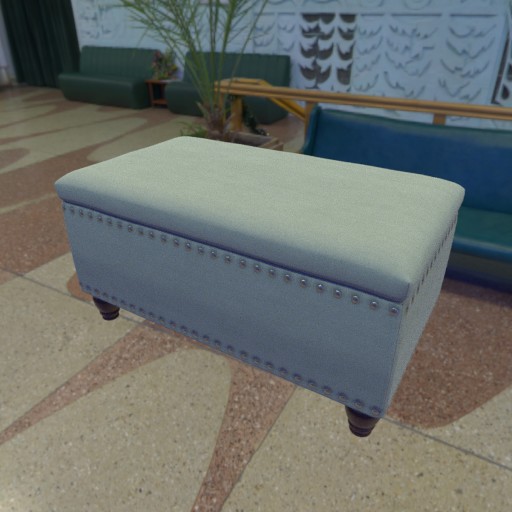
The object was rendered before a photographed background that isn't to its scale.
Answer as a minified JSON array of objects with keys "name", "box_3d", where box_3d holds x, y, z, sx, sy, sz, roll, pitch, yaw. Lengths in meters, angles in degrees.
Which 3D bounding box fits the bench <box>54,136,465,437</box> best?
[{"name":"bench","box_3d":[0.000,0.000,1.179,0.887,0.449,0.500,17,33,27]}]
